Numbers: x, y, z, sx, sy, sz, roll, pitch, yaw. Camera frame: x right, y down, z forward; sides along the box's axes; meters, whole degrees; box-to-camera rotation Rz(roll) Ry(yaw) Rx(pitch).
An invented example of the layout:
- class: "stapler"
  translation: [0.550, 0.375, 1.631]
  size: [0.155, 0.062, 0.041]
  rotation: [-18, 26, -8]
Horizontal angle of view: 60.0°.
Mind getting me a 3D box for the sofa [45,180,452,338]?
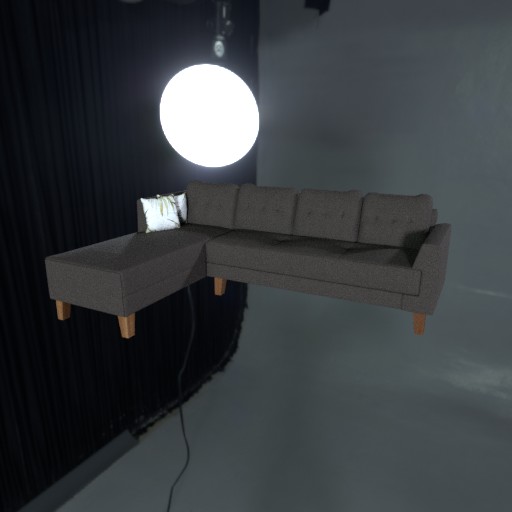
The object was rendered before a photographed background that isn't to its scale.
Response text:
- class: "sofa"
  translation: [0.000, 0.000, 3.515]
  size: [2.679, 0.932, 1.829]
  rotation: [8, 18, 27]
